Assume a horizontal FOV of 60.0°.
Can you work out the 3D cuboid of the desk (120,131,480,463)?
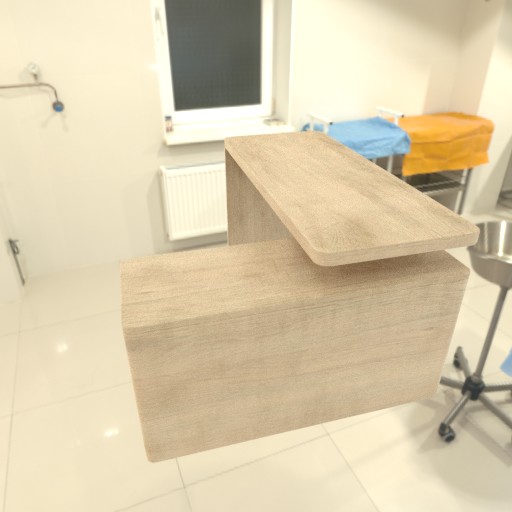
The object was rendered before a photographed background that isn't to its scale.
[{"bbox_3d":[0.000,0.000,2.088,1.175,0.770,1.400,-8,30,-13],"label":"desk"}]
